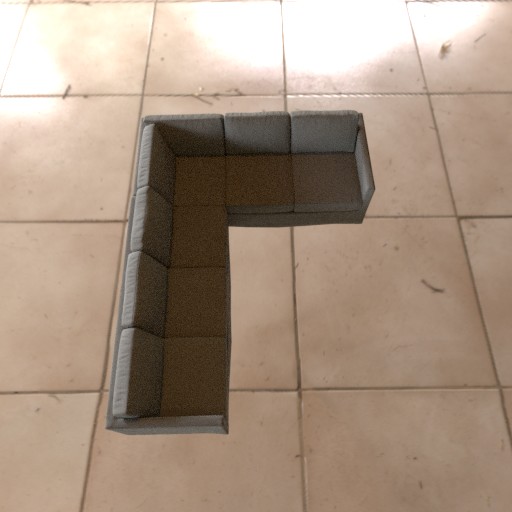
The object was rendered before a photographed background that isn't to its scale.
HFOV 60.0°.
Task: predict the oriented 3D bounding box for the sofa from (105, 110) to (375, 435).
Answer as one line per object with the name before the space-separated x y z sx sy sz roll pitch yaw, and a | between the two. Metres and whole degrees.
sofa | 0.000 0.000 4.349 2.432 0.871 3.182 -1 64 -1
